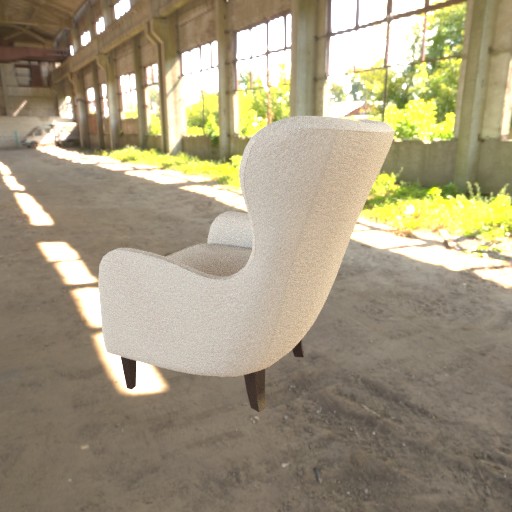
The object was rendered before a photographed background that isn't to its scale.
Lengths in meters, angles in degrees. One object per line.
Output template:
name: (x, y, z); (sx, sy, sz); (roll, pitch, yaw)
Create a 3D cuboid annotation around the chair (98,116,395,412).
chair: (0.000, 0.000, 1.802); (0.984, 1.064, 0.861); (7, 18, 24)
